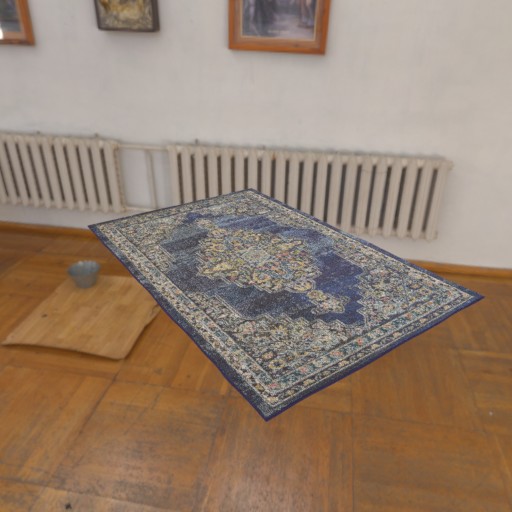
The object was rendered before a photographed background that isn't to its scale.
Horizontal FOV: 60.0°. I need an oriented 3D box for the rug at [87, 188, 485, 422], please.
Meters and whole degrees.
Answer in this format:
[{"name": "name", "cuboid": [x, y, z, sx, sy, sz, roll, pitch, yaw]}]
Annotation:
[{"name": "rug", "cuboid": [0.000, 0.000, 2.262, 1.184, 0.012, 1.781, -18, 32, -31]}]
